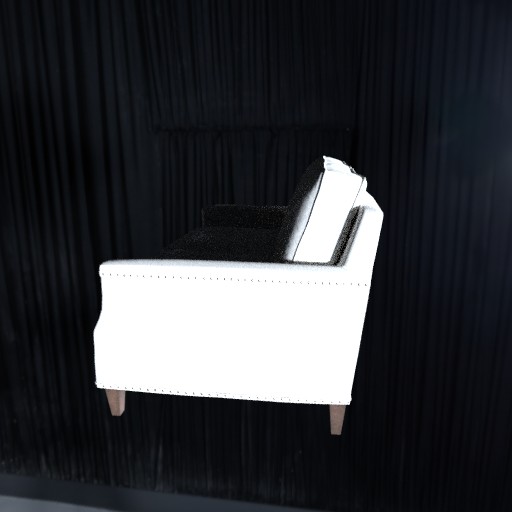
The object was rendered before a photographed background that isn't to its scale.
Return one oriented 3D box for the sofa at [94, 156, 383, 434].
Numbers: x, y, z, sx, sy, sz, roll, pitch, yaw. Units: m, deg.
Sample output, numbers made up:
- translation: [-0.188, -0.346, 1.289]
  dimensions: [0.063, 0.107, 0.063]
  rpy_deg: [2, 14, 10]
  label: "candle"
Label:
- translation: [0.000, 0.000, 2.338]
  dimensions: [1.084, 1.003, 1.597]
  rpy_deg: [2, 15, 8]
  label: "sofa"
